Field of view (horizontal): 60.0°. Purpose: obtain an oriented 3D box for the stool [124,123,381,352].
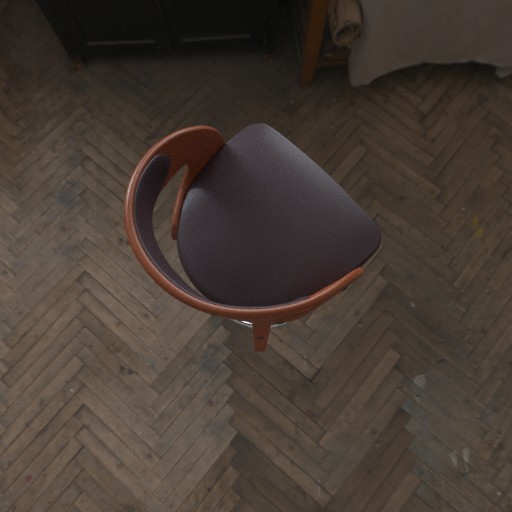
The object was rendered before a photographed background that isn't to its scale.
[{"bbox_3d":[0.000,0.000,1.188,0.457,0.940,0.457,-43,79,-10],"label":"stool"}]
